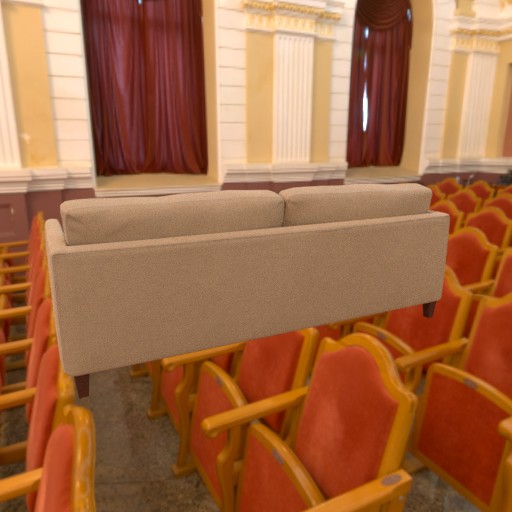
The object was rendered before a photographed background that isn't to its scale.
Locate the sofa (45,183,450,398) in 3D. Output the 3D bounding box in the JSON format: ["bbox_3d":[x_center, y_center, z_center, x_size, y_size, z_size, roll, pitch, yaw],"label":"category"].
[{"bbox_3d":[0.000,0.000,2.837,2.404,0.912,0.988,-7,16,-25],"label":"sofa"}]
